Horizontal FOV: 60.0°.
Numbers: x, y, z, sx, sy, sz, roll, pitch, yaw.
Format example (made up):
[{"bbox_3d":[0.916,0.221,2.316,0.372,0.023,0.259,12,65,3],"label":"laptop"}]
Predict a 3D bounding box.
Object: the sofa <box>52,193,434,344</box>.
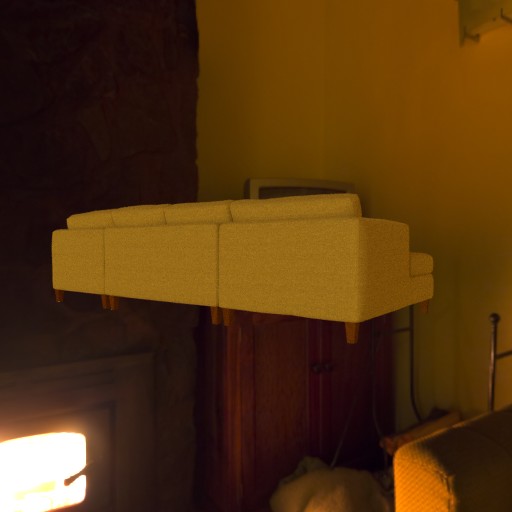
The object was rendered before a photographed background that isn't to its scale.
[{"bbox_3d":[0.000,0.000,4.628,3.460,0.961,2.594,1,2,37],"label":"sofa"}]
